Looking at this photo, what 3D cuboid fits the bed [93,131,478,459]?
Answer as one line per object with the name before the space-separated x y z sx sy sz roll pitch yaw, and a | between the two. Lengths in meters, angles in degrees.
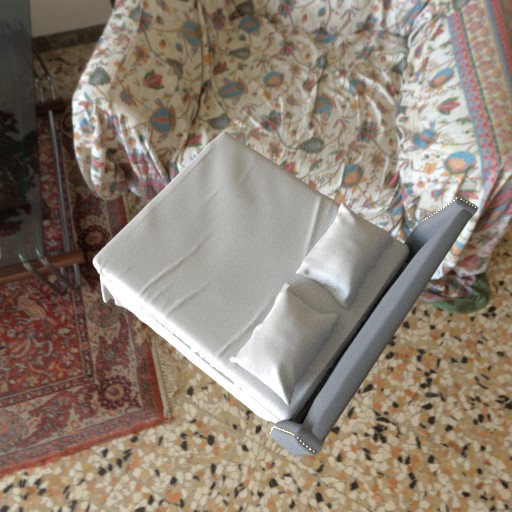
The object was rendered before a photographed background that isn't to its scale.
bed | 0.000 0.000 3.473 2.276 1.332 1.925 35 70 15
